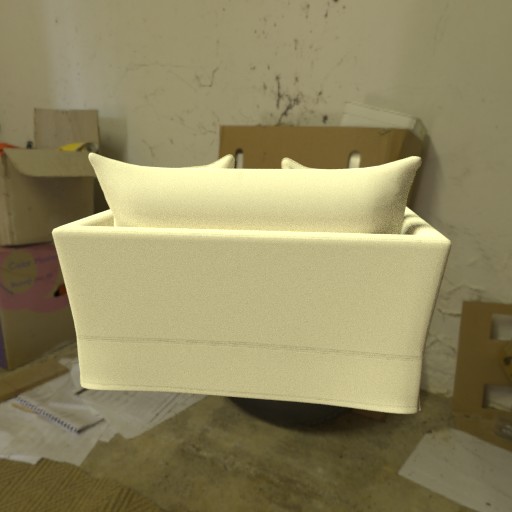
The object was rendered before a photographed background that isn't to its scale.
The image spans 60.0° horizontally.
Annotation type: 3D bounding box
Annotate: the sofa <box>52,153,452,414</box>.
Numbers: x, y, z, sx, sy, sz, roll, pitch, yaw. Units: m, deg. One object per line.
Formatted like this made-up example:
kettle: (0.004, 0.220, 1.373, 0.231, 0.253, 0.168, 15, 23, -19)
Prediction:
sofa: (0.000, 0.000, 2.260, 1.608, 1.039, 1.026, 2, 15, 8)
